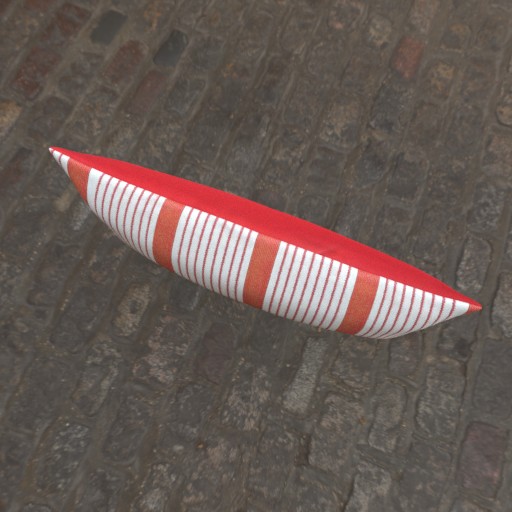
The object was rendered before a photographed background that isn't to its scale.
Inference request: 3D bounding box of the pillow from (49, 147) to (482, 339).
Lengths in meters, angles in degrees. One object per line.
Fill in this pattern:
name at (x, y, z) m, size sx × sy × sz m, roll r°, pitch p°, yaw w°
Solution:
pillow at (0.000, 0.000, 0.717) m, size 0.608 × 0.297 × 0.151 m, roll 20°, pitch 76°, yaw 5°
